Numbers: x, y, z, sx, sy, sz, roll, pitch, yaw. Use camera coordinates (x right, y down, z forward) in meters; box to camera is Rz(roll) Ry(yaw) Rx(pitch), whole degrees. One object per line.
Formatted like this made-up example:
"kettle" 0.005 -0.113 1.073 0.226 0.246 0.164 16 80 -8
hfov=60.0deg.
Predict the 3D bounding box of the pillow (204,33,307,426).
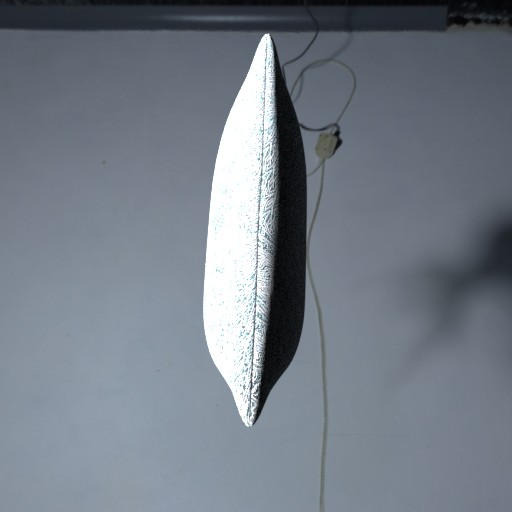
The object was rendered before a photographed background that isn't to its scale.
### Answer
"pillow" 0.000 0.000 0.800 0.166 0.507 0.526 3 75 1
